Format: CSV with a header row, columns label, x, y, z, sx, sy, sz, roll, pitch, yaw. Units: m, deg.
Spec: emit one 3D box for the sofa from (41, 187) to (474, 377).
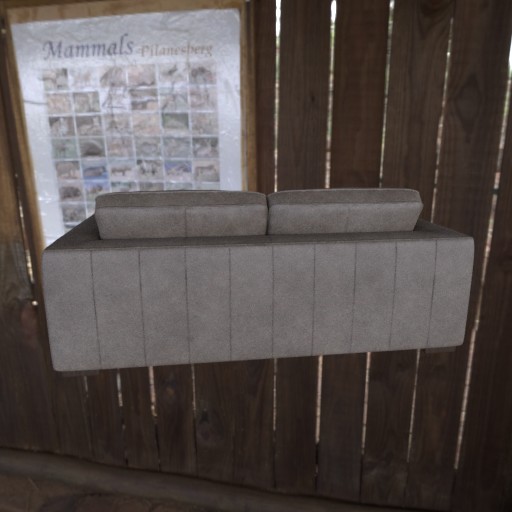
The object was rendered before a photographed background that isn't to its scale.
label,x,y,z,sx,sy,sz,roll,pitch,yaw
sofa,0.000,0.000,2.448,1.920,0.800,1.070,-2,15,-8
